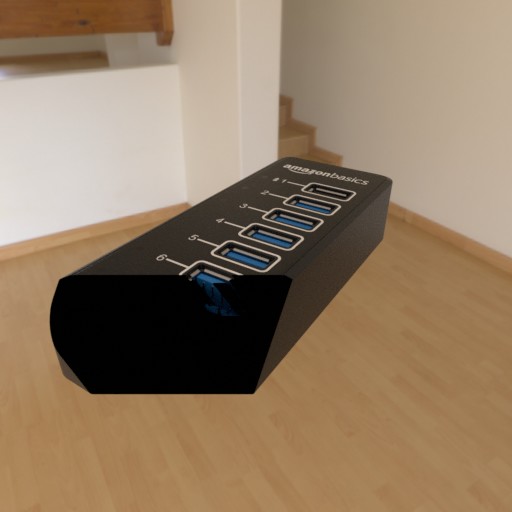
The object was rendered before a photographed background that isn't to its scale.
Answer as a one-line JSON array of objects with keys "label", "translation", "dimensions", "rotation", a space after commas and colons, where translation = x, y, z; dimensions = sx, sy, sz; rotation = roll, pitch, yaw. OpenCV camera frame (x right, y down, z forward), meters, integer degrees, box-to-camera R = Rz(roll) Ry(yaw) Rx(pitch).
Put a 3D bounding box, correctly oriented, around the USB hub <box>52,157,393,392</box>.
[{"label": "USB hub", "translation": [0.000, 0.000, 0.129], "dimensions": [0.044, 0.023, 0.110], "rotation": [19, 36, 28]}]
